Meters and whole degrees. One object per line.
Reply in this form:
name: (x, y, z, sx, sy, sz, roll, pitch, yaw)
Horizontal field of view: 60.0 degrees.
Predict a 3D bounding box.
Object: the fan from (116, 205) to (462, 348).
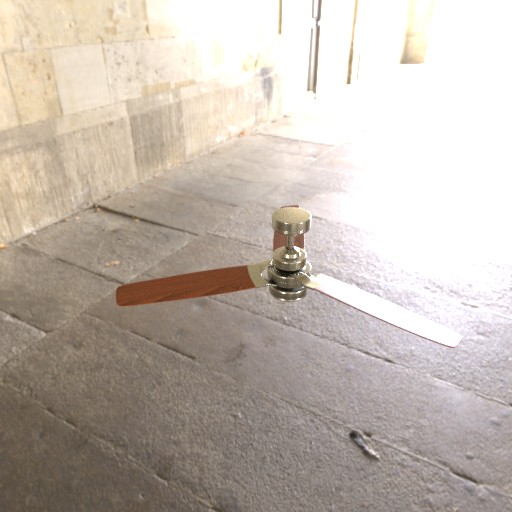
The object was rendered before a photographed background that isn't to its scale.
fan: (0.000, 0.000, 2.045, 1.271, 0.410, 1.416, -8, 31, -13)
